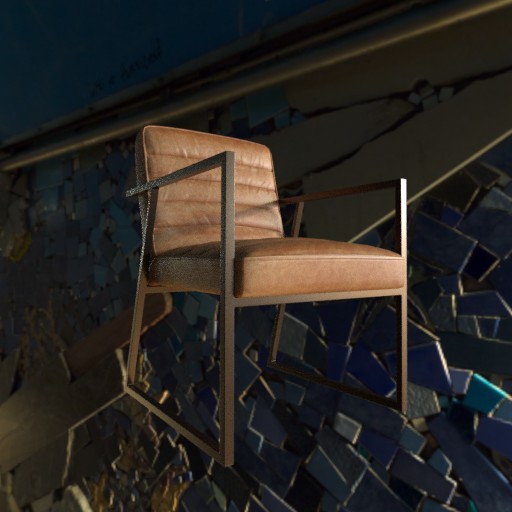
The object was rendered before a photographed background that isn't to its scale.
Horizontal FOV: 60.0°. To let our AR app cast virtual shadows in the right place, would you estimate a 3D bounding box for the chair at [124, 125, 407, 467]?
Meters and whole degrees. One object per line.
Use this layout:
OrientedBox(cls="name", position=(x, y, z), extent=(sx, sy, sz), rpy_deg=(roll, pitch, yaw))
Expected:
OrientedBox(cls="chair", position=(0.000, 0.000, 1.284), extent=(0.571, 0.832, 0.677), rpy_deg=(0, 0, -34))
